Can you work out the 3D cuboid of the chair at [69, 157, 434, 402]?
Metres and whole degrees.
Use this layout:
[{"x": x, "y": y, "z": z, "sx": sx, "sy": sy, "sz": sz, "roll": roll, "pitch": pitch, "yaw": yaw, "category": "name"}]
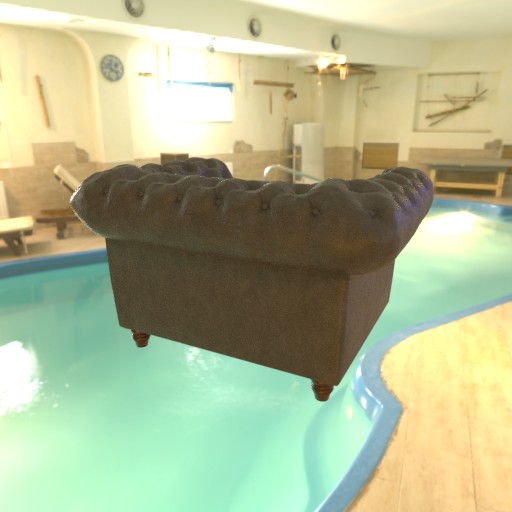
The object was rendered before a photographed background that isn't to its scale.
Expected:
[{"x": 0.000, "y": 0.000, "z": 1.912, "sx": 1.298, "sy": 0.780, "sz": 0.943, "roll": 9, "pitch": 19, "yaw": 26, "category": "chair"}]
